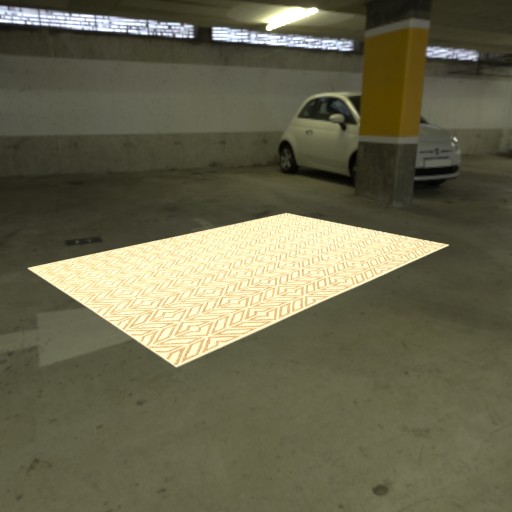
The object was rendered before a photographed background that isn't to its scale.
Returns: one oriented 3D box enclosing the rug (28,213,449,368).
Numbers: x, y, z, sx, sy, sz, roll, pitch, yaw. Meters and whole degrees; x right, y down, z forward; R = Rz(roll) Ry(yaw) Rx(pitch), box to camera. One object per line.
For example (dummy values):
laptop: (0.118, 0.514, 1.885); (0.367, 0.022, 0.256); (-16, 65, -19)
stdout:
rug: (0.000, 0.000, 2.286); (1.828, 0.007, 1.220); (-16, 23, -42)
